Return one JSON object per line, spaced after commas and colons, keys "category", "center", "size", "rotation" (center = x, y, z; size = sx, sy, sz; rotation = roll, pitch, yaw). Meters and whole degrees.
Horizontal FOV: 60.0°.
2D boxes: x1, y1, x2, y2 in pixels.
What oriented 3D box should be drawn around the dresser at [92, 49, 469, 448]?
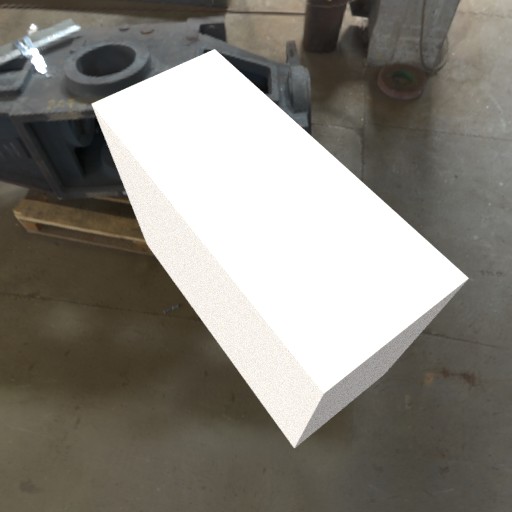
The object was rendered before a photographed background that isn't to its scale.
{"category": "dresser", "center": [0.000, 0.000, 1.573], "size": [0.460, 0.820, 1.100], "rotation": [-32, 64, -18]}
